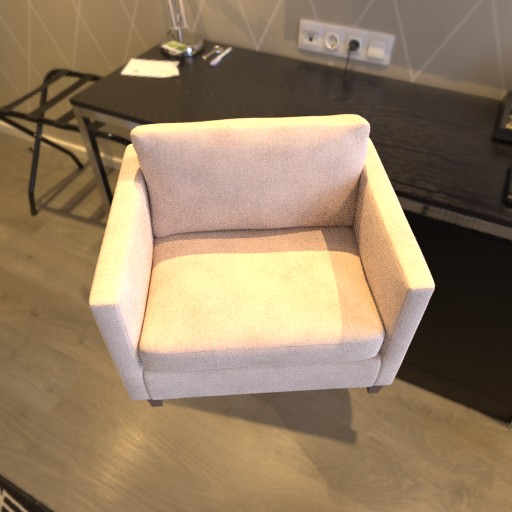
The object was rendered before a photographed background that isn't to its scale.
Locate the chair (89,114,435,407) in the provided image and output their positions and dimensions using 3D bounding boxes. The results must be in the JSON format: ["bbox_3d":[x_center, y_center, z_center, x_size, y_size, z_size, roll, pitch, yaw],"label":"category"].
[{"bbox_3d":[0.000,0.000,1.896,1.133,0.961,0.959,-3,46,-3],"label":"chair"}]
